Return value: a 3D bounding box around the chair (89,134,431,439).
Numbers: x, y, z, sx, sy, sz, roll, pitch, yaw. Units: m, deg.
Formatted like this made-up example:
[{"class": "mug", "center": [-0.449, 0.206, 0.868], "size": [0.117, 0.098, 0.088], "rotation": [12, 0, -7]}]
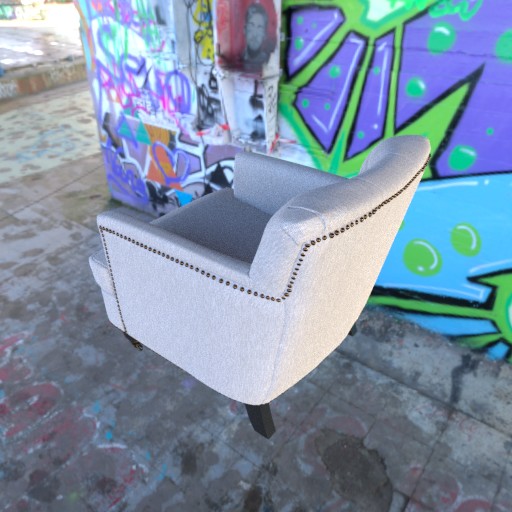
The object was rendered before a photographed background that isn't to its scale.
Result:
[{"class": "chair", "center": [0.000, 0.000, 1.504], "size": [0.902, 0.823, 0.737], "rotation": [22, 39, 30]}]
